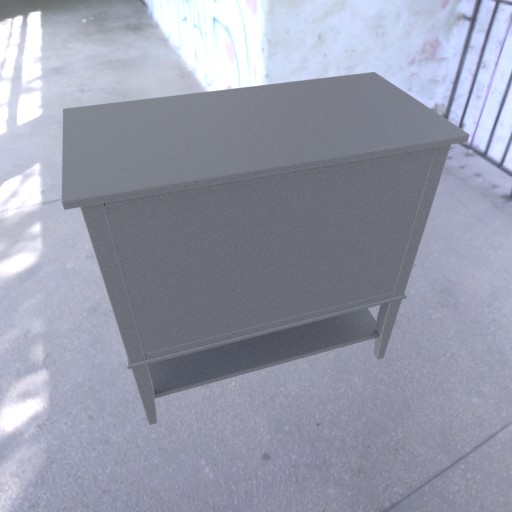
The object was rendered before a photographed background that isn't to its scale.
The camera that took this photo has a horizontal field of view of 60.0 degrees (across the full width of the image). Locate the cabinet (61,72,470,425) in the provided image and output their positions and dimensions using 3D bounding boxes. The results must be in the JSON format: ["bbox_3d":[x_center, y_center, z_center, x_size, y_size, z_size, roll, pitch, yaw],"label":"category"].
[{"bbox_3d":[0.000,0.000,1.220,0.801,0.780,0.396,-12,42,-13],"label":"cabinet"}]
